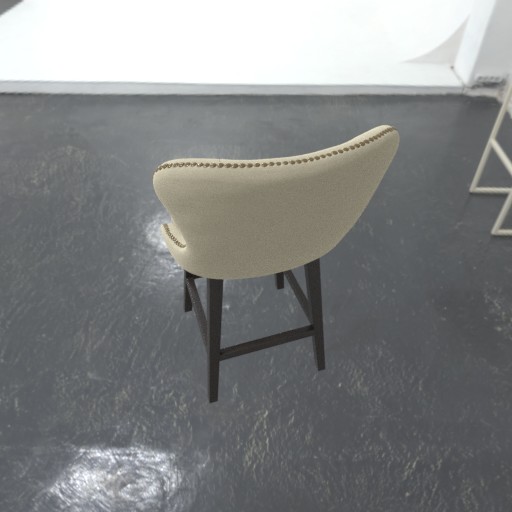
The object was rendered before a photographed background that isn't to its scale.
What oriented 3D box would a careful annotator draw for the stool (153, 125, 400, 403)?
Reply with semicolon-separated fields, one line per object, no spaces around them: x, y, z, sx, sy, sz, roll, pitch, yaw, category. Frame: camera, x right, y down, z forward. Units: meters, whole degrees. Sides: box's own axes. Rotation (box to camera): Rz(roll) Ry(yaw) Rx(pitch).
0.000;0.000;1.315;0.528;0.971;0.593;-13;44;-13;stool
